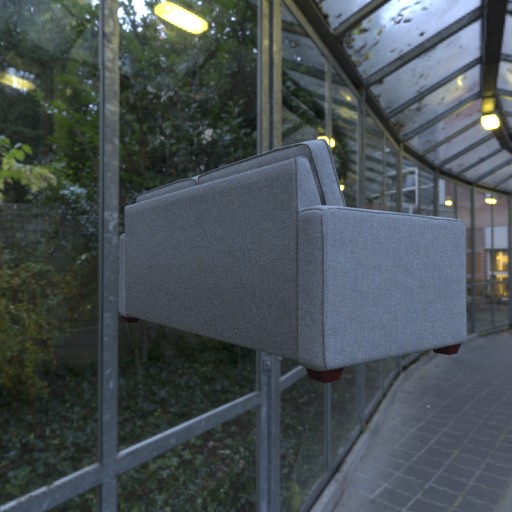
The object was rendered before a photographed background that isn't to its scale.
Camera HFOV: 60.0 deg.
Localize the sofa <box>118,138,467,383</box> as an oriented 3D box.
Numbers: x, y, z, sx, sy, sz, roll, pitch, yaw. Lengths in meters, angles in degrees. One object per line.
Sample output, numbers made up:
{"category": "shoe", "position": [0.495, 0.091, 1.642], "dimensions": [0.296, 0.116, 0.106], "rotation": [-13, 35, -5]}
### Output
{"category": "sofa", "position": [0.000, 0.000, 2.599], "dimensions": [0.945, 0.918, 2.078], "rotation": [1, -1, -36]}
